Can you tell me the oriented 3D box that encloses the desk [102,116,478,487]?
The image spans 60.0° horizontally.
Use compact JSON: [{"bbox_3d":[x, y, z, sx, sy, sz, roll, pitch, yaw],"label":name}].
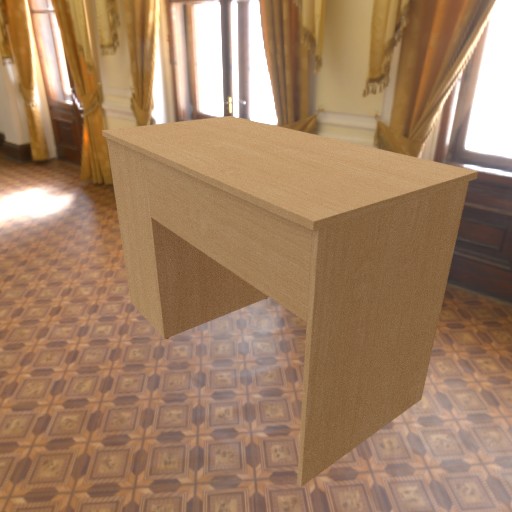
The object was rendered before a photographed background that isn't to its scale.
[{"bbox_3d":[0.000,0.000,1.506,0.560,0.735,1.097,-18,32,-33],"label":"desk"}]
